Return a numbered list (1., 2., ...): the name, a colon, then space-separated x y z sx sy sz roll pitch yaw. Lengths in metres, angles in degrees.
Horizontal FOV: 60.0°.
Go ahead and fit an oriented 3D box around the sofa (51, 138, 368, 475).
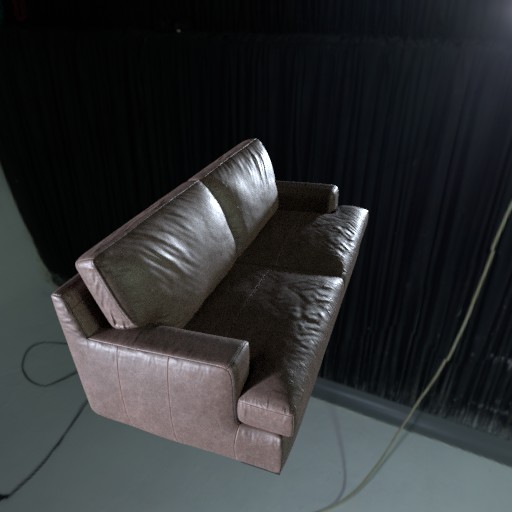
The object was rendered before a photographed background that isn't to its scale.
1. sofa: 0.000 0.000 2.795 1.143 0.941 2.261 10 32 17
